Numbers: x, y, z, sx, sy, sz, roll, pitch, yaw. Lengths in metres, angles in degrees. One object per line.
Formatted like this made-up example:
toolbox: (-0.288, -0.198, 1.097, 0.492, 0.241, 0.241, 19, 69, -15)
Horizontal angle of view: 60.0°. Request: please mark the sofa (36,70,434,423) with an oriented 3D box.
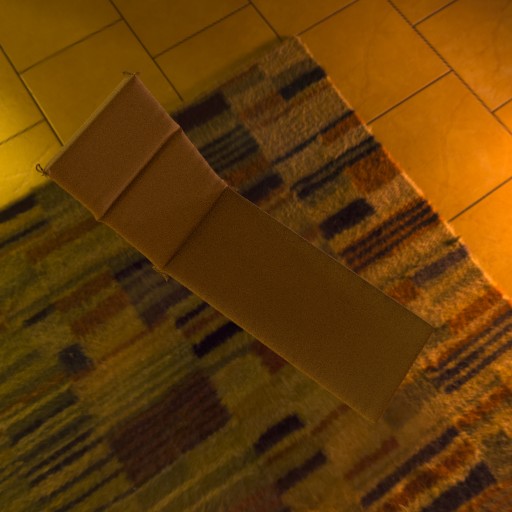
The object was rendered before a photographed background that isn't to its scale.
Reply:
sofa: (0.000, 0.000, 1.855, 1.663, 0.622, 0.582, 35, 78, 8)
